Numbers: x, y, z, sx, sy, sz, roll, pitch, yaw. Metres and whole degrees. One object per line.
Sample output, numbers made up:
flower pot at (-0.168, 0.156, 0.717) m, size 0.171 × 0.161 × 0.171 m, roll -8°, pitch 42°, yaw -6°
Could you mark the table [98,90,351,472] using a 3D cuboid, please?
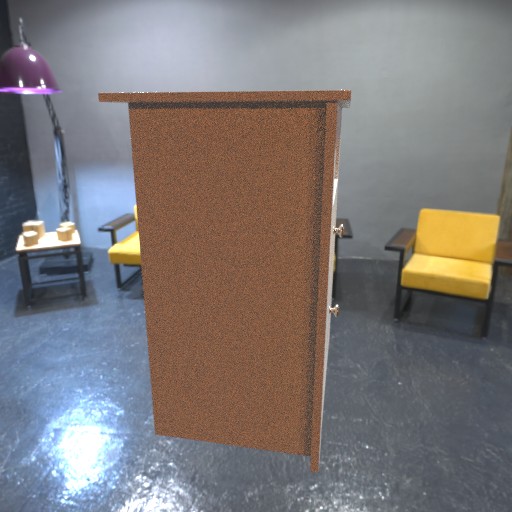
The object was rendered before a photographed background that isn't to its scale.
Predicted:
table at (0.000, 0.000, 1.064) m, size 0.406 × 0.711 × 0.589 m, roll 3°, pitch 18°, yaw 11°
